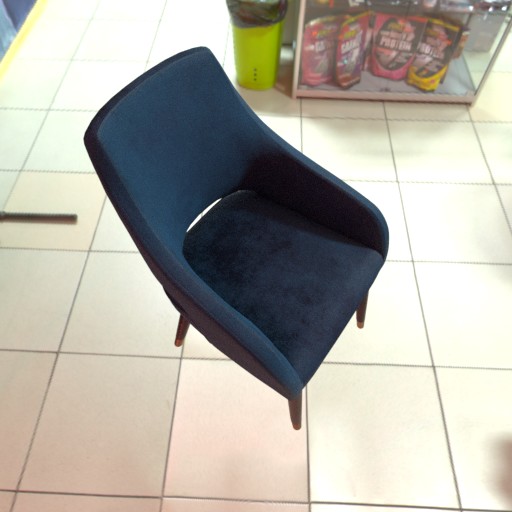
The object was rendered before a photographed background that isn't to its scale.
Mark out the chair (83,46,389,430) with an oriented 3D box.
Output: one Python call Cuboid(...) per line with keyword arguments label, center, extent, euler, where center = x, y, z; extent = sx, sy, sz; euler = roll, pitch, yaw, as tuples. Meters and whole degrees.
Cuboid(label="chair", center=(0.000, 0.000, 1.518), extent=(0.794, 1.081, 0.683), euler=(30, 61, 19))
